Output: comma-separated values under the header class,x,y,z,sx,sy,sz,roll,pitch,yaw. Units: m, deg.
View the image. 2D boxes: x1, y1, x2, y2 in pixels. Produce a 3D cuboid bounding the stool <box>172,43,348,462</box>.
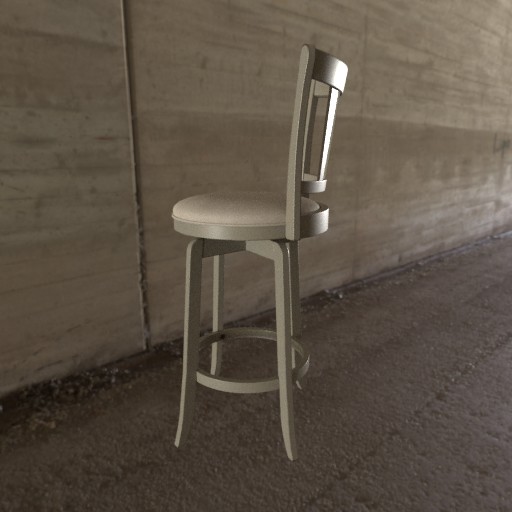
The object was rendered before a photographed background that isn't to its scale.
class,x,y,z,sx,sy,sz,roll,pitch,yaw
stool,0.000,0.000,1.290,0.475,1.042,0.436,2,14,10
